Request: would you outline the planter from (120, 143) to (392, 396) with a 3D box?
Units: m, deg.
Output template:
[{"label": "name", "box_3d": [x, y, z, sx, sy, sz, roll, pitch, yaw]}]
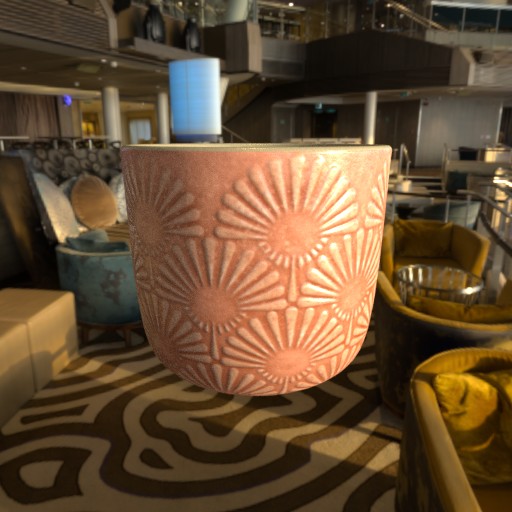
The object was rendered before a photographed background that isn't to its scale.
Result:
[{"label": "planter", "box_3d": [0.000, 0.000, 0.224, 0.124, 0.109, 0.124, 0, 15, 0]}]
